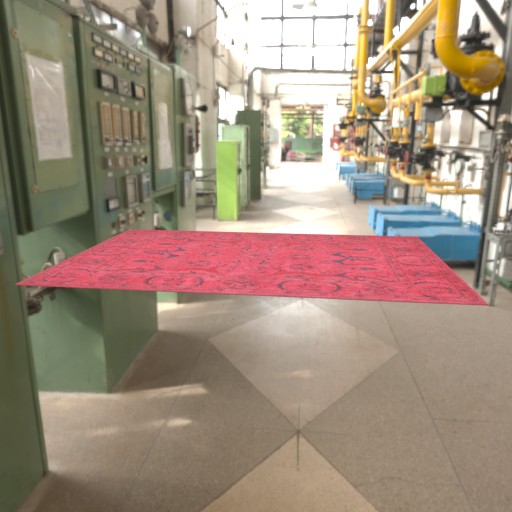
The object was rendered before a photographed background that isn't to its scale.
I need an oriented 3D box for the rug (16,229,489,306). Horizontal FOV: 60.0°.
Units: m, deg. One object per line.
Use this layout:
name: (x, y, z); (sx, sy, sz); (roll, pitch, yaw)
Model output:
rug: (0.000, 0.000, 2.981); (2.423, 0.010, 1.534); (2, 15, 7)
